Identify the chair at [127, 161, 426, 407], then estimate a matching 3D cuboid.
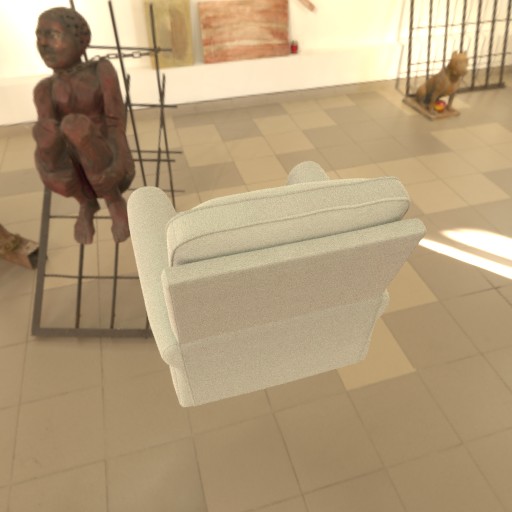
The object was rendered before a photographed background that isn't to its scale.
[{"bbox_3d":[0.000,0.000,1.685,0.890,0.960,0.878,-11,43,-12],"label":"chair"}]
